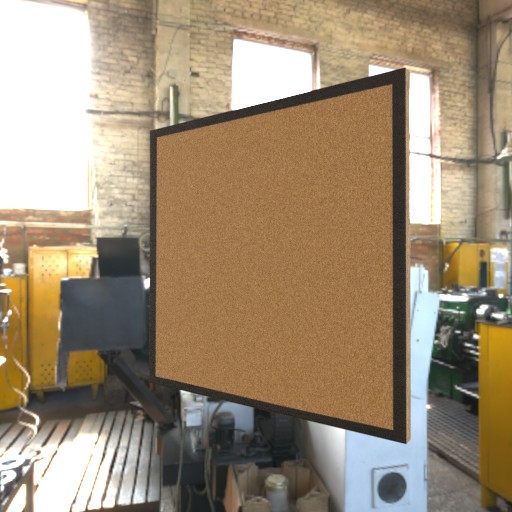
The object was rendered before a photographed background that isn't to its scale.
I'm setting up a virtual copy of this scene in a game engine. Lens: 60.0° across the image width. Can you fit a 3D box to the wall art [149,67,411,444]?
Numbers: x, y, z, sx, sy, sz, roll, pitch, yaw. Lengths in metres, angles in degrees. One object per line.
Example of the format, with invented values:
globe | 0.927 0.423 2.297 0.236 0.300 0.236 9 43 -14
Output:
wall art | 0.000 0.000 1.025 0.695 0.691 0.029 0 0 35
